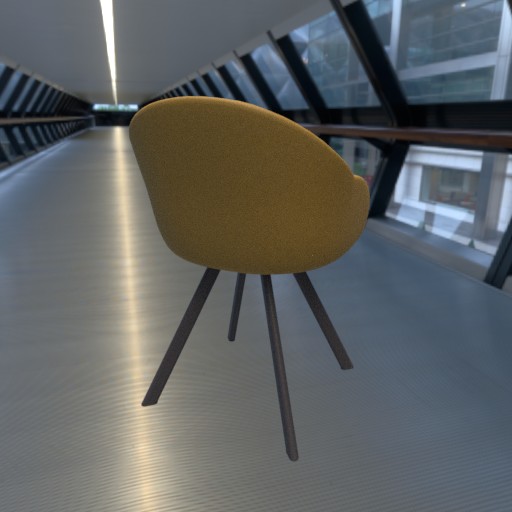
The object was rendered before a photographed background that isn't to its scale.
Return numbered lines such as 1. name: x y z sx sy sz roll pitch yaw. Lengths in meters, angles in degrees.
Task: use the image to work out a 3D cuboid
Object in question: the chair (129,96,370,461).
1. chair: 0.000 0.000 1.214 0.551 0.793 0.583 8 18 27
